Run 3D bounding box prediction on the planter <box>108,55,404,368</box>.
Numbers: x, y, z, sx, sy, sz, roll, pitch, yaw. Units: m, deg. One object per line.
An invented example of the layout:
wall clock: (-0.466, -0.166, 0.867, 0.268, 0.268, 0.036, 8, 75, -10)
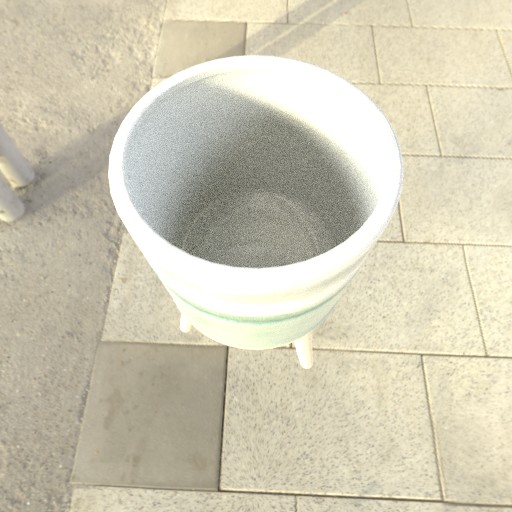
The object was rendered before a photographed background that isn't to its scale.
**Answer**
planter: (0.000, 0.000, 0.576, 0.265, 0.404, 0.265, 0, 62, 0)
